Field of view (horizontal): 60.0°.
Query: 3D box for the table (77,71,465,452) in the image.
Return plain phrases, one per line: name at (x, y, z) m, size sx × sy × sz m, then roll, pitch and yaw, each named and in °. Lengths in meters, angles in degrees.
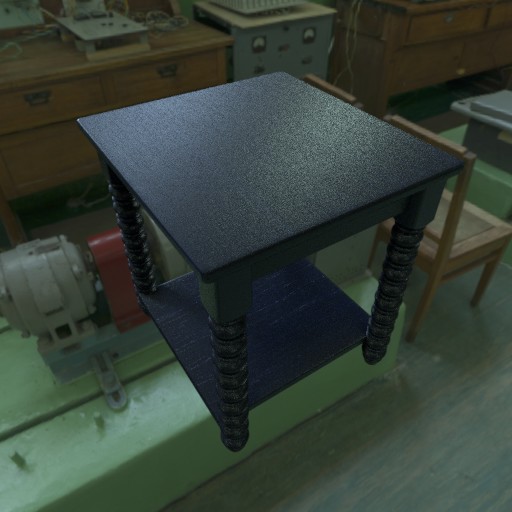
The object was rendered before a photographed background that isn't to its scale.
table at (0.000, 0.000, 0.992) m, size 0.500 × 0.567 × 0.533 m, roll -23°, pitch 46°, yaw -24°
